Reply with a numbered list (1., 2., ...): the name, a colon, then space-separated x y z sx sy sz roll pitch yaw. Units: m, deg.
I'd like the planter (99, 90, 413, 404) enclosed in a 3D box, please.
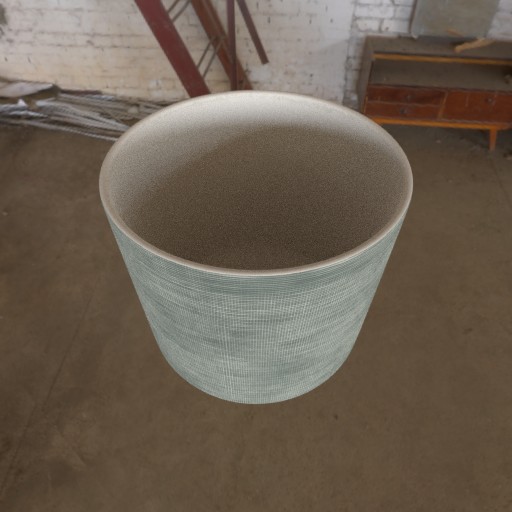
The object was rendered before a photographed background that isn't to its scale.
1. planter: 0.000 0.000 0.781 0.440 0.398 0.440 0 46 0
